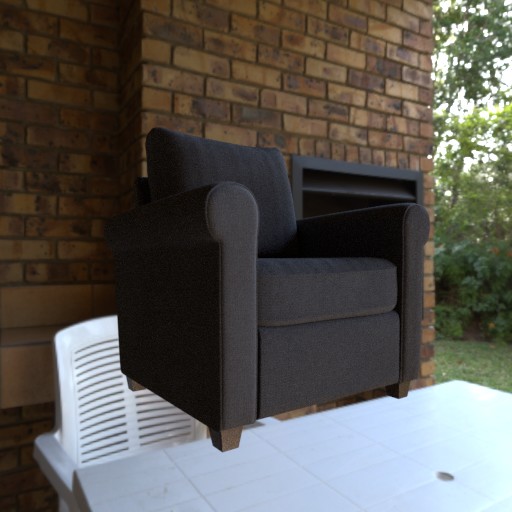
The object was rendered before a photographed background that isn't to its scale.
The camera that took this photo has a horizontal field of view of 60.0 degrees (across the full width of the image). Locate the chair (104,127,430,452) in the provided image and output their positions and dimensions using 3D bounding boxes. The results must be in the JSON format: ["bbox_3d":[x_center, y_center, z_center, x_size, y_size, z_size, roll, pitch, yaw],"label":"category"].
[{"bbox_3d":[0.000,0.000,1.567,0.867,0.942,0.828,0,0,-36],"label":"chair"}]
